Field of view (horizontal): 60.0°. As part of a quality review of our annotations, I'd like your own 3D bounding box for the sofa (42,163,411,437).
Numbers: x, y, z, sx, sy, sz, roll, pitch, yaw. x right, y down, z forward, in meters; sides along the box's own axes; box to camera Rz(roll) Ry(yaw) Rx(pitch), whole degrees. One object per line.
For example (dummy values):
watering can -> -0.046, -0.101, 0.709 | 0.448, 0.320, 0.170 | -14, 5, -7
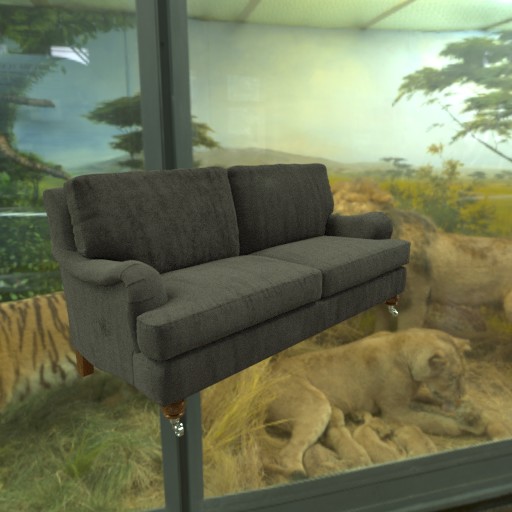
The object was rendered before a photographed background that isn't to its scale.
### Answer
sofa -> 0.000, 0.000, 2.761 | 1.086, 1.087, 2.165 | 13, 19, 43
